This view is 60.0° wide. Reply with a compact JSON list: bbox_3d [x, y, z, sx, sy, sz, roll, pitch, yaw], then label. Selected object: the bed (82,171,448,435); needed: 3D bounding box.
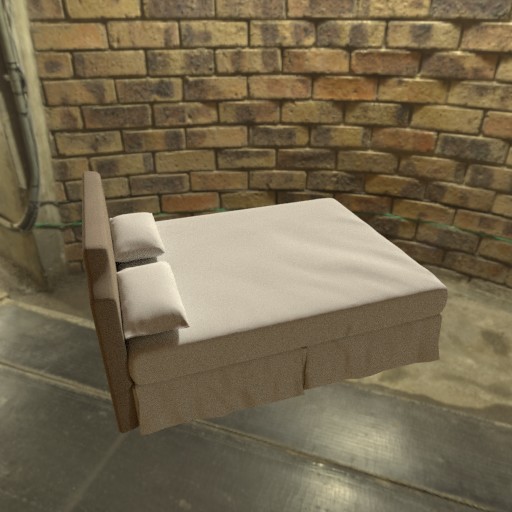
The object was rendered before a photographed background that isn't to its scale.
[{"bbox_3d":[0.000,0.000,3.661,2.498,1.293,1.977,-10,31,-16],"label":"bed"}]
